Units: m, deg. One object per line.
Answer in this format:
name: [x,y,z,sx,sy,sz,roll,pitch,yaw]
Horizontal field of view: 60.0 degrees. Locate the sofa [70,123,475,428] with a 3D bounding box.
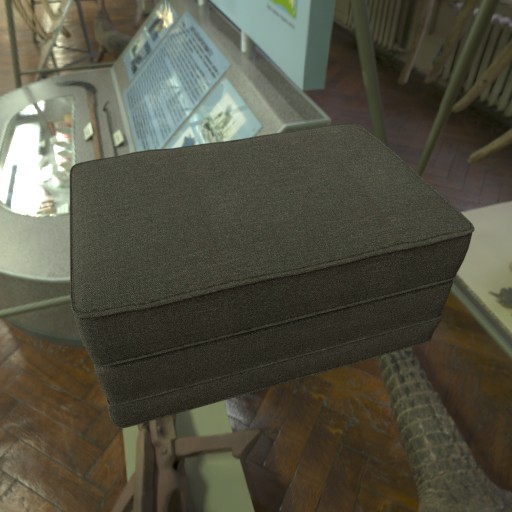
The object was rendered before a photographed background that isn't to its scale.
sofa: [0.000,0.000,1.188,0.854,0.457,0.578,-12,42,-13]
